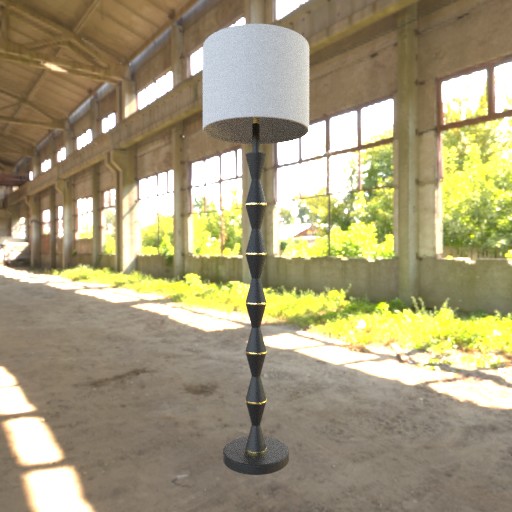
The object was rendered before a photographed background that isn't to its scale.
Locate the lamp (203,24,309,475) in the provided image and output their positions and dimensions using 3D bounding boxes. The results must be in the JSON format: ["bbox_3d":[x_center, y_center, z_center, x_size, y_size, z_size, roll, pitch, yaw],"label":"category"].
[{"bbox_3d":[0.000,0.000,1.607,0.381,1.480,0.381,0,1,19],"label":"lamp"}]
